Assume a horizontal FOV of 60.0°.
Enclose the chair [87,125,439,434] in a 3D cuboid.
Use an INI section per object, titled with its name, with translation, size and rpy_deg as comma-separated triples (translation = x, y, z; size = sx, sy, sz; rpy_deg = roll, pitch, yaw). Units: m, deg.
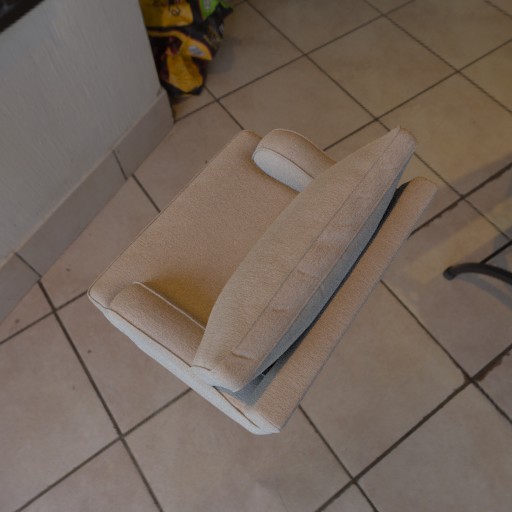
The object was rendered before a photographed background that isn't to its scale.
[chair]
translation = 0.000, 0.000, 2.022
size = 1.041, 1.016, 1.220
rpy_deg = 33, 68, 15
